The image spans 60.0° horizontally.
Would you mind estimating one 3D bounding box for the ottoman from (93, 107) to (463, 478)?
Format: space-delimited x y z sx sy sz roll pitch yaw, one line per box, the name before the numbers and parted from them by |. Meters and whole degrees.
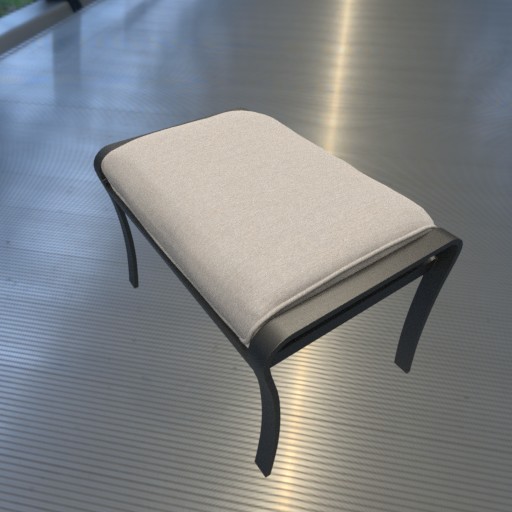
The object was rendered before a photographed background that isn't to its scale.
ottoman | 0.000 0.000 0.921 0.406 0.422 0.610 -25 47 -25
